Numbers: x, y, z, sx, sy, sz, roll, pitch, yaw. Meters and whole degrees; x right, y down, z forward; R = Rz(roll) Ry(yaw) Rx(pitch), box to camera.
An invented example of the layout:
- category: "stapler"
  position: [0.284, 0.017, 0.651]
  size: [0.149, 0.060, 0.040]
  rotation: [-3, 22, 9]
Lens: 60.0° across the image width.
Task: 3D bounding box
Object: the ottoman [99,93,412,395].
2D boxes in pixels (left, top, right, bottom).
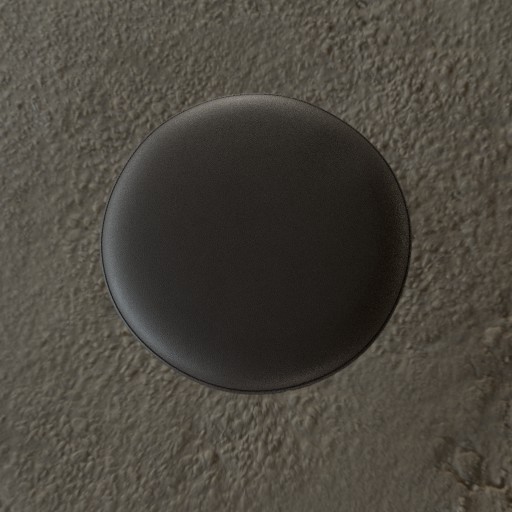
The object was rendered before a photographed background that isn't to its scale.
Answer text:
- category: "ottoman"
  position: [0.000, 0.000, 0.867]
  size: [0.500, 0.409, 0.500]
  rotation: [0, 77, 0]
